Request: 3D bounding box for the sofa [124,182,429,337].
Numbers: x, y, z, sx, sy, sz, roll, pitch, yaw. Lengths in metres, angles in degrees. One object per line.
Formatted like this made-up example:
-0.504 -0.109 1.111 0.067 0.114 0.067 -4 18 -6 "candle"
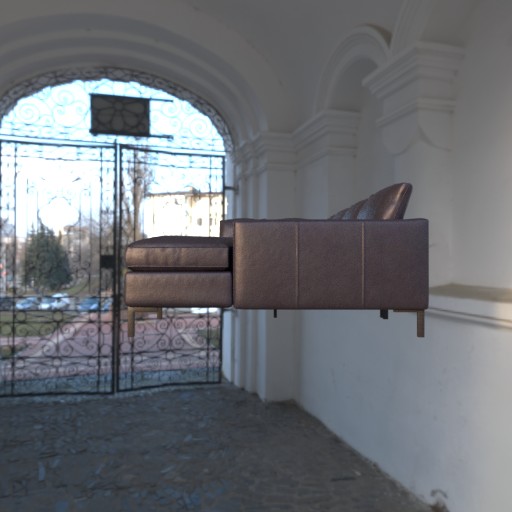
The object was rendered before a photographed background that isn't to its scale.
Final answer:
0.000 0.000 3.906 1.939 0.900 2.956 0 0 0 "sofa"
